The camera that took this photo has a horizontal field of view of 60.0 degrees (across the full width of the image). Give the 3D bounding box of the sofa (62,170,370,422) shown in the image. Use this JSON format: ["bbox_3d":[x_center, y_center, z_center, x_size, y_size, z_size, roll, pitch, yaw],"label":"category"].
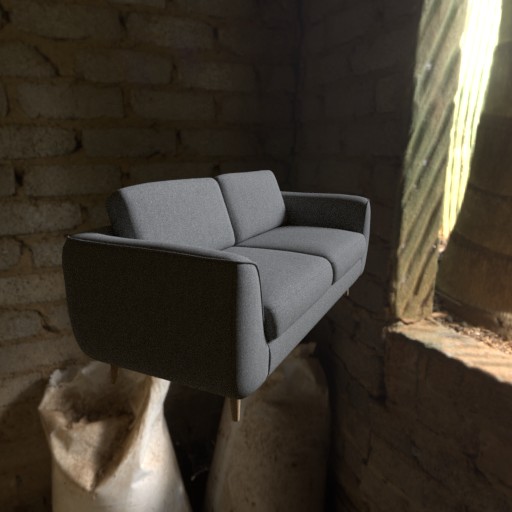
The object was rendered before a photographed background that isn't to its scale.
[{"bbox_3d":[0.000,0.000,2.465,0.920,0.870,2.000,7,16,25],"label":"sofa"}]
